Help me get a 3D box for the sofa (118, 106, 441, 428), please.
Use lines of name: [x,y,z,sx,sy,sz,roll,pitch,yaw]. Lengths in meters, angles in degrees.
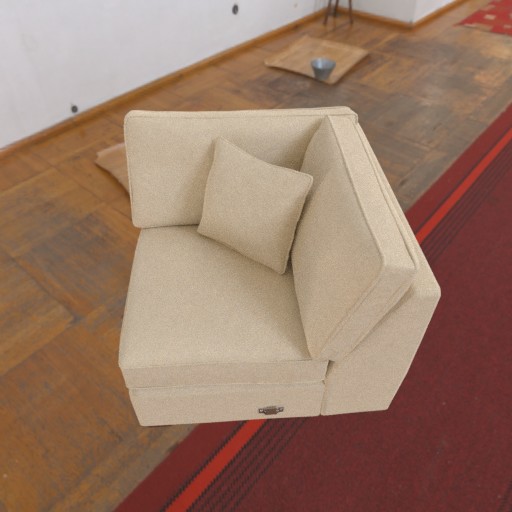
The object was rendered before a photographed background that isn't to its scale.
sofa: [0.000,0.000,1.928,1.084,1.002,1.146,-3,44,-3]
